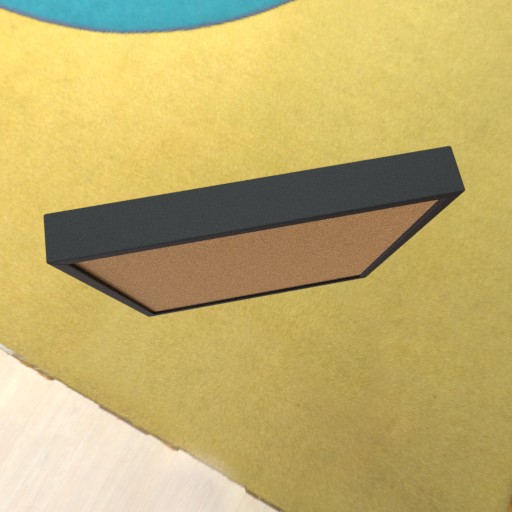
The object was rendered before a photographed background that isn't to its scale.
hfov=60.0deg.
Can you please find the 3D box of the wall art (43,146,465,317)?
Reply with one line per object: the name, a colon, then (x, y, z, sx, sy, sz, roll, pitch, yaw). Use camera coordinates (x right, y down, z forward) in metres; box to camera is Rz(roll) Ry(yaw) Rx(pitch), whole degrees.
wall art: (0.000, 0.000, 0.468, 0.305, 0.305, 0.037, -10, 75, -3)
